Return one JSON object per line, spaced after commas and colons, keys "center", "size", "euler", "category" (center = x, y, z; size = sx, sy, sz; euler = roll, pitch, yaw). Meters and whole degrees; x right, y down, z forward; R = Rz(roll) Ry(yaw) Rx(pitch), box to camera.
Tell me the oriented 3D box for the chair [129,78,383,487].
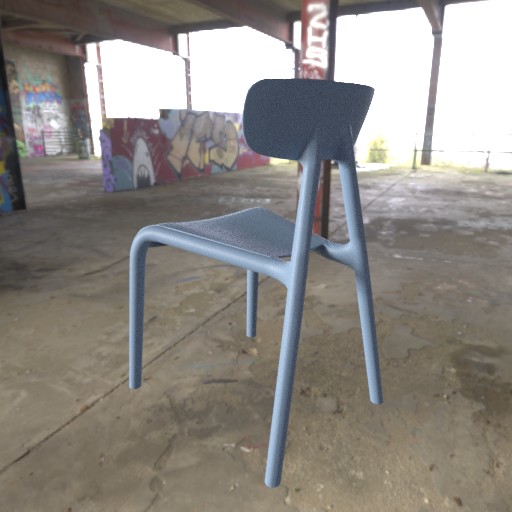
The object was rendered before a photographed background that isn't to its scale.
{"center": [0.000, 0.000, 0.820], "size": [0.356, 0.580, 0.401], "euler": [-15, 22, -42], "category": "chair"}
